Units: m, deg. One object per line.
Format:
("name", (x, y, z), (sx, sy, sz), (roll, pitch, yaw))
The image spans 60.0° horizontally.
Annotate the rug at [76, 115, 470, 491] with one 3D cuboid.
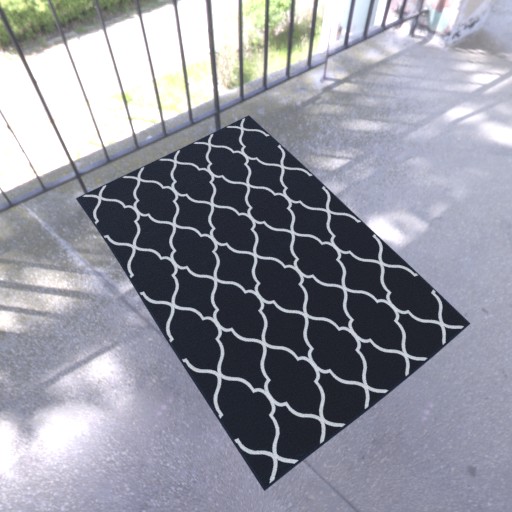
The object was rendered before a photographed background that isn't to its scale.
("rug", (0.000, 0.000, 2.895), (1.526, 0.014, 2.290), (-31, 63, -18))
